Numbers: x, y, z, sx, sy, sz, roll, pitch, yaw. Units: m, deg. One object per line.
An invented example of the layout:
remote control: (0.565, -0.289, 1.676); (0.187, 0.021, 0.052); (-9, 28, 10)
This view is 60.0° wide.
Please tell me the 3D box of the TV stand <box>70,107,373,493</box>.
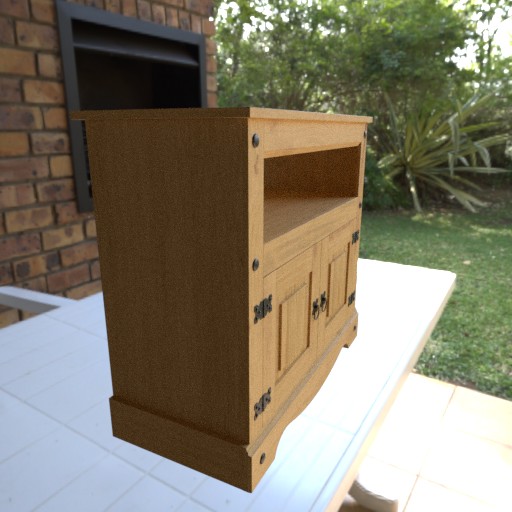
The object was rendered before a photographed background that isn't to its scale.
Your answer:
TV stand: (0.000, 0.000, 1.296); (0.430, 0.787, 0.851); (8, 18, 26)
